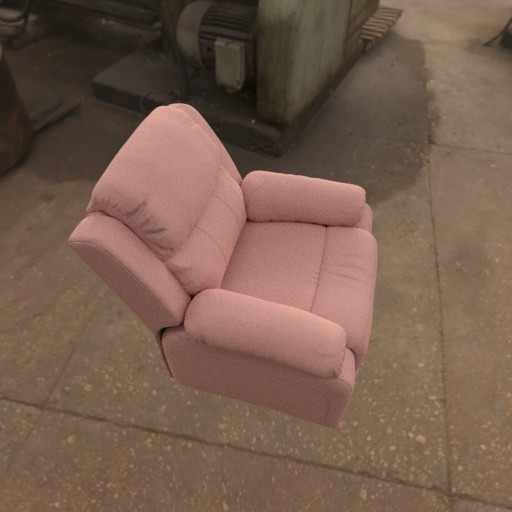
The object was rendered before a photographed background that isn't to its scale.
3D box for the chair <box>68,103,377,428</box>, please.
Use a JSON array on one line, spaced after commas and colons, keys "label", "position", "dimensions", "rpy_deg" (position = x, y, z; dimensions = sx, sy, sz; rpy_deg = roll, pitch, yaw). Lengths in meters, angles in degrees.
[{"label": "chair", "position": [0.000, 0.000, 1.283], "dimensions": [0.709, 0.702, 0.680], "rpy_deg": [11, 49, 9]}]
